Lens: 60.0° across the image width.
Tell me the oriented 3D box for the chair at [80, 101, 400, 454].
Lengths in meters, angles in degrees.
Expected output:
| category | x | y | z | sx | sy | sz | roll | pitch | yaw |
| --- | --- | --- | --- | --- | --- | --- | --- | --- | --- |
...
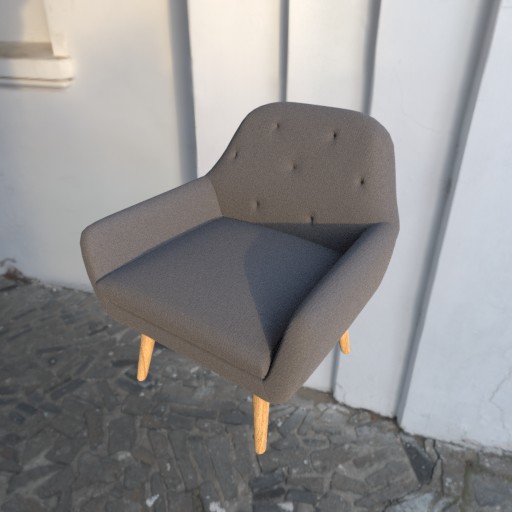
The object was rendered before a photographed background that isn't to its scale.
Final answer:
| category | x | y | z | sx | sy | sz | roll | pitch | yaw |
| --- | --- | --- | --- | --- | --- | --- | --- | --- | --- |
| chair | 0.000 | 0.000 | 1.392 | 0.770 | 0.800 | 0.779 | 19 | 35 | 30 |
